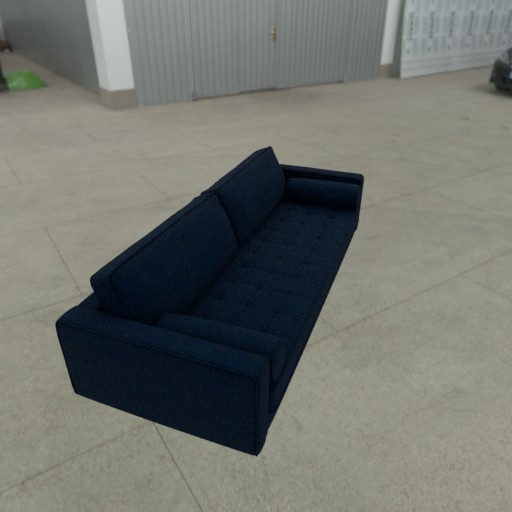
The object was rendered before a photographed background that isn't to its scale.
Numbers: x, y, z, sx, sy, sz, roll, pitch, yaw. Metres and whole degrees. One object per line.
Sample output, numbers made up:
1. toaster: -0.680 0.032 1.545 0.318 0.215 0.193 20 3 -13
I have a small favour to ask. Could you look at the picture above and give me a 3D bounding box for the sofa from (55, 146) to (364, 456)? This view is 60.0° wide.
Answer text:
1. sofa: 0.000 0.000 2.623 0.914 0.762 2.210 11 32 18
